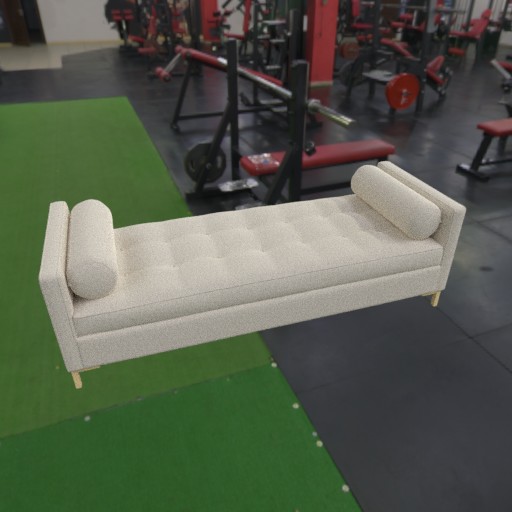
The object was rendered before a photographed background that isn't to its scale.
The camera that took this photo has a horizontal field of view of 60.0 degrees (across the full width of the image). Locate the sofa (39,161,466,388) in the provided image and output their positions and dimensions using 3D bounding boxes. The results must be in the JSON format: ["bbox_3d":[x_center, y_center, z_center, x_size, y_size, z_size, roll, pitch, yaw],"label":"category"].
[{"bbox_3d":[0.000,0.000,2.384,1.985,0.641,0.746,-10,33,-15],"label":"sofa"}]
